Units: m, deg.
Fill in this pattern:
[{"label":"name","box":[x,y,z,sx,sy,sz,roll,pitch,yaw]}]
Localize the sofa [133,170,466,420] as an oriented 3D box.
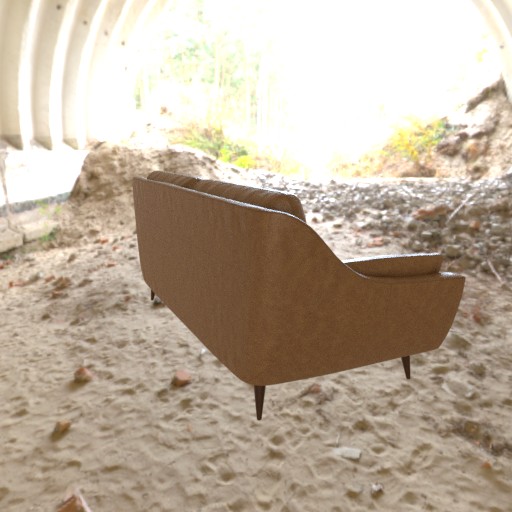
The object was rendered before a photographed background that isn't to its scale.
[{"label":"sofa","box":[0.000,0.000,2.356,0.904,0.839,1.902,-7,16,-27]}]
